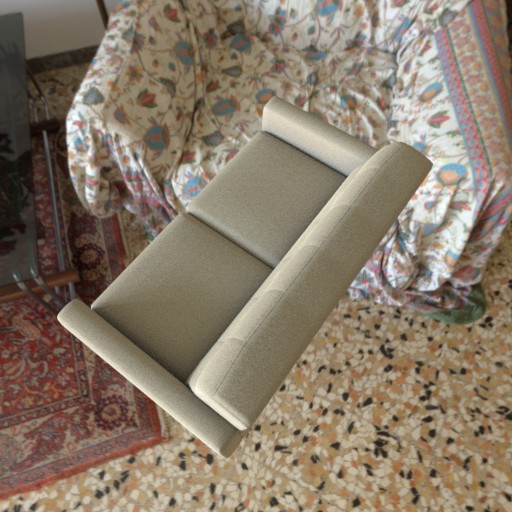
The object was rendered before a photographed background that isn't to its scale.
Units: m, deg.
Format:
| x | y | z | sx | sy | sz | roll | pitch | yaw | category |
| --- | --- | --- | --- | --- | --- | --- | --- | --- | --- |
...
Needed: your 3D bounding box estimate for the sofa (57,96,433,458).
| x | y | z | sx | sy | sz | roll | pitch | yaw | category |
| --- | --- | --- | --- | --- | --- | --- | --- | --- | --- |
| 0.000 | 0.000 | 2.231 | 0.980 | 0.892 | 1.655 | 34 | 68 | 16 | sofa |
